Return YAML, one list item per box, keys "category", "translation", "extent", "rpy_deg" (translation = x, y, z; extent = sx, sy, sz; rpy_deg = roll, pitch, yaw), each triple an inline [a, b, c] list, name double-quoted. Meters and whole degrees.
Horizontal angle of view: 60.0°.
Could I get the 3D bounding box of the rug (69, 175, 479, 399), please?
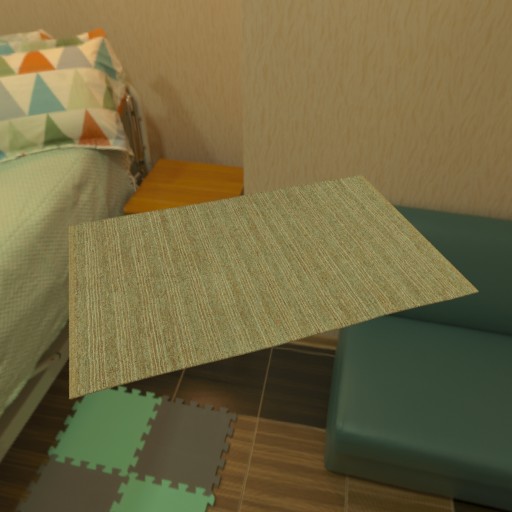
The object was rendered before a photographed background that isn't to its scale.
- category: "rug"
  translation: [0.000, 0.000, 3.050]
  extent: [2.448, 0.012, 1.540]
  rpy_deg: [-12, 42, -14]
